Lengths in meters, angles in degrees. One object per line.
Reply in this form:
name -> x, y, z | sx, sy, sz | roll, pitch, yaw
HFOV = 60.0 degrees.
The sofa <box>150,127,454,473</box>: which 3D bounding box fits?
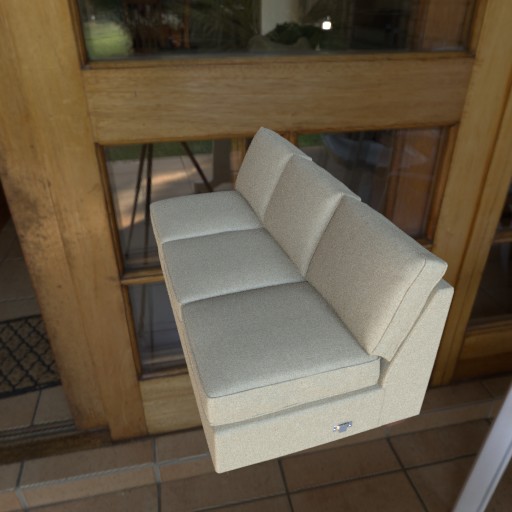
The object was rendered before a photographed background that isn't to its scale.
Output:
sofa -> 0.000, 0.000, 2.542 | 1.027, 0.973, 1.962 | -9, 31, -15
